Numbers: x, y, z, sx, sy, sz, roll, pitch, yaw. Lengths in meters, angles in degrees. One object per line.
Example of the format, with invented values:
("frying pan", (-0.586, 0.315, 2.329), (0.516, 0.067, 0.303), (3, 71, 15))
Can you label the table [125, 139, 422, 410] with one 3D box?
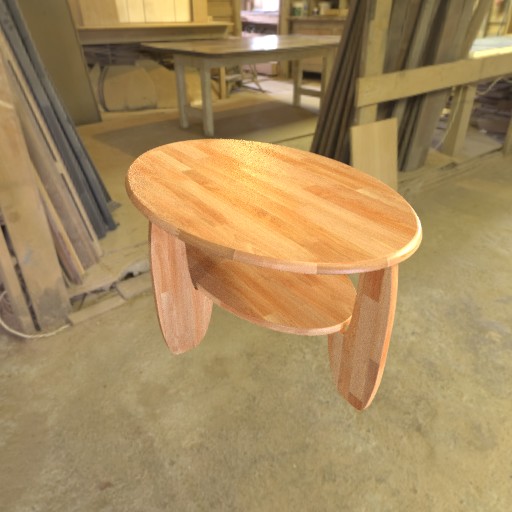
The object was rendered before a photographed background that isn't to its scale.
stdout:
("table", (0.000, 0.000, 1.397), (0.690, 0.490, 1.040), (-20, 36, -30))
